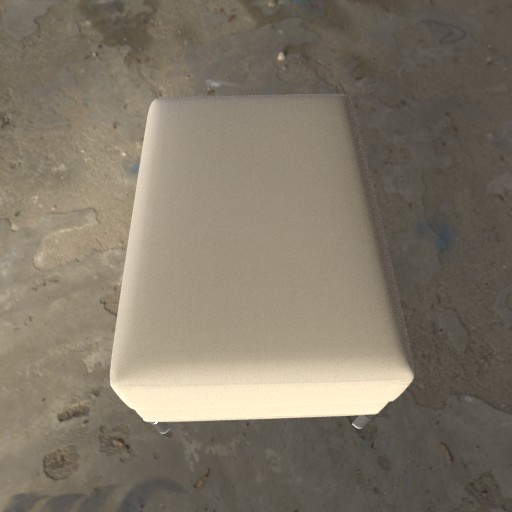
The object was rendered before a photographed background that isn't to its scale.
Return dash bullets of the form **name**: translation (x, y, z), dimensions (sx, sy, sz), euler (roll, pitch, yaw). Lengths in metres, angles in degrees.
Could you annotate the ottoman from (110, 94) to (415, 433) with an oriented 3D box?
- **ottoman**: translation (0.000, 0.000, 1.202), dimensions (0.581, 0.497, 0.835), euler (-2, 58, -1)
